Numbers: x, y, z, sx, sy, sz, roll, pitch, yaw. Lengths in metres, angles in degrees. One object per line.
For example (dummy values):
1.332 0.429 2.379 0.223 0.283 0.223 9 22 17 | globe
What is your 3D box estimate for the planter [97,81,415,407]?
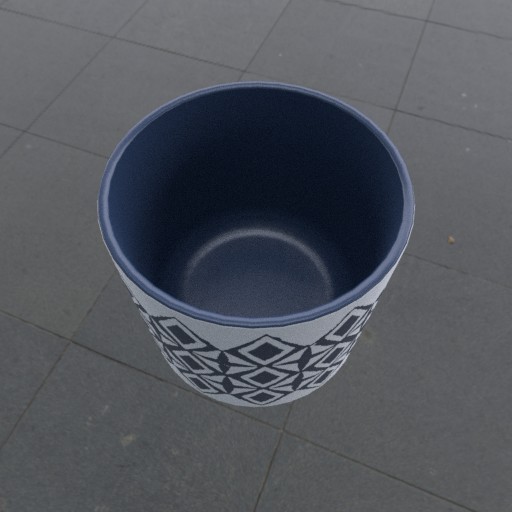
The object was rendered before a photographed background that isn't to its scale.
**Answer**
0.000 0.000 0.400 0.224 0.203 0.224 0 58 0 | planter
